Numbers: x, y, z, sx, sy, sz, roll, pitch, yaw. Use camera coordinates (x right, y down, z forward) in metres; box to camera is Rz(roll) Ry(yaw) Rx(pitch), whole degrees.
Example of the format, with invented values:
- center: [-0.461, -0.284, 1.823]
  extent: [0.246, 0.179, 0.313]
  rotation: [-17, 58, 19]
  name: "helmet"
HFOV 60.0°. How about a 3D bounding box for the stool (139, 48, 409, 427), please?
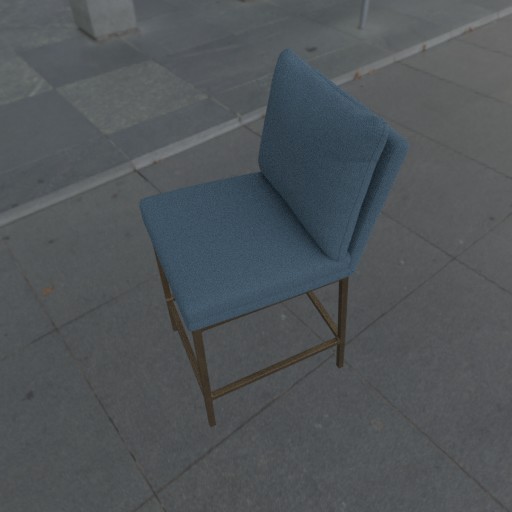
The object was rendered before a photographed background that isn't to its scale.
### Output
- center: [0.000, 0.000, 1.348]
  extent: [0.568, 1.032, 0.463]
  rotation: [-18, 49, -16]
  name: "stool"
